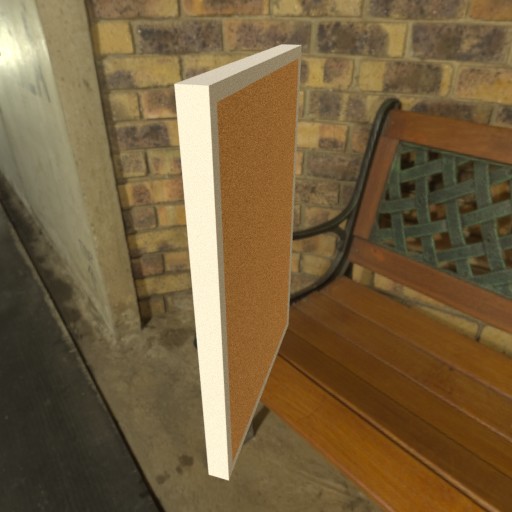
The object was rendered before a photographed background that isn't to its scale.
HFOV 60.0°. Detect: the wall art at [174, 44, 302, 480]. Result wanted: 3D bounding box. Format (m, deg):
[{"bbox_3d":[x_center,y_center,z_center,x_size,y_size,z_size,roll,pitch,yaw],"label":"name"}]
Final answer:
[{"bbox_3d":[0.000,0.000,0.804,0.038,0.657,0.450,9,32,15],"label":"wall art"}]
